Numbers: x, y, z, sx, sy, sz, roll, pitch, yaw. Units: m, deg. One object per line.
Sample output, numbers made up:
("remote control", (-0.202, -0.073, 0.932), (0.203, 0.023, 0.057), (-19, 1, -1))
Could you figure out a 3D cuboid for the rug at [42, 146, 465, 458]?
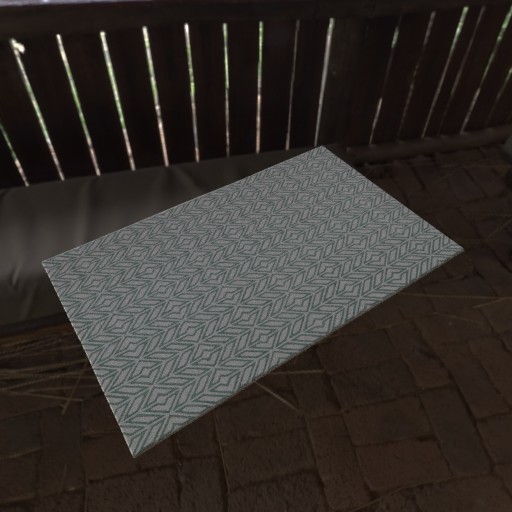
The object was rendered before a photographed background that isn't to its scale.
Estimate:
("rug", (0.000, 0.000, 3.000), (2.435, 0.011, 1.517), (-27, 53, -22))
